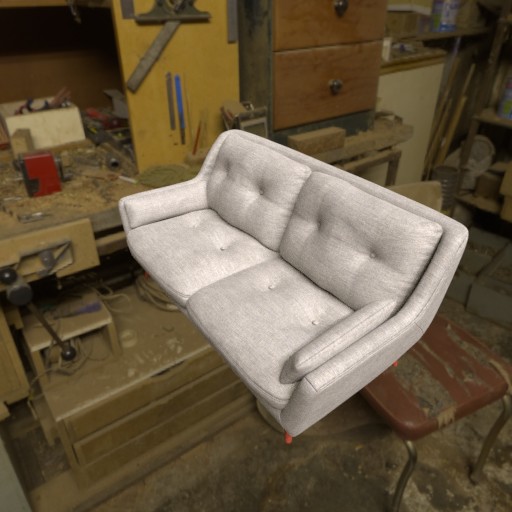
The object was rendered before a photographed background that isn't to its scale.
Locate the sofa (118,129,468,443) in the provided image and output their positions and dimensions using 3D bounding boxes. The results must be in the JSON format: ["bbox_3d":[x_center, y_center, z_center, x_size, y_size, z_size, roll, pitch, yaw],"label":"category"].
[{"bbox_3d":[0.000,0.000,2.446,0.976,0.897,1.930,-20,37,-29],"label":"sofa"}]
